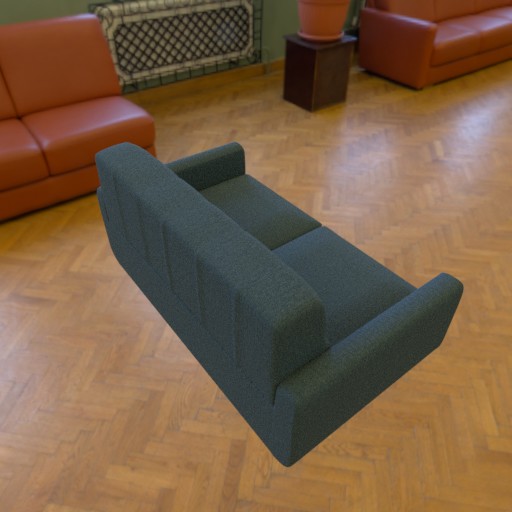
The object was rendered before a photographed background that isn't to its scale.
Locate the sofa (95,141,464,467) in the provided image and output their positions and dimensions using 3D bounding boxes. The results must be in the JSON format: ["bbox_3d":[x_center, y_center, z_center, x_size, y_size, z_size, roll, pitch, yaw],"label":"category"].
[{"bbox_3d":[0.000,0.000,2.201,0.942,0.896,1.651,-26,47,-28],"label":"sofa"}]
